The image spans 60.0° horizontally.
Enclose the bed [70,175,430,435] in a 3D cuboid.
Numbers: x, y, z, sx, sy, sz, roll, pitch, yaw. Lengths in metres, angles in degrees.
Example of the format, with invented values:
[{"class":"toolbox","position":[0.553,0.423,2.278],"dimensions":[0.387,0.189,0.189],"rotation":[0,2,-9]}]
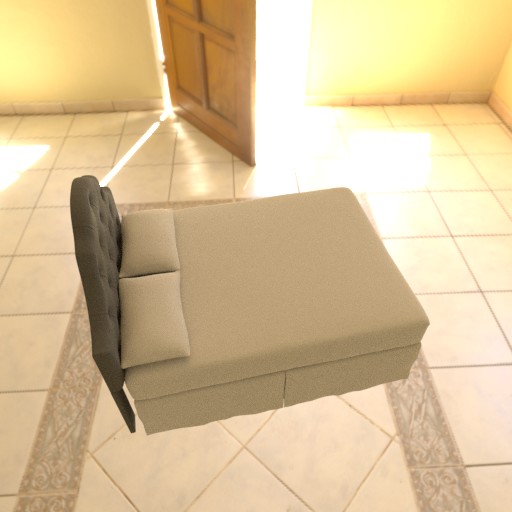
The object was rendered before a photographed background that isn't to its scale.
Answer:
[{"class":"bed","position":[0.000,0.000,3.233],"dimensions":[2.155,1.575,1.636],"rotation":[-9,47,-9]}]
